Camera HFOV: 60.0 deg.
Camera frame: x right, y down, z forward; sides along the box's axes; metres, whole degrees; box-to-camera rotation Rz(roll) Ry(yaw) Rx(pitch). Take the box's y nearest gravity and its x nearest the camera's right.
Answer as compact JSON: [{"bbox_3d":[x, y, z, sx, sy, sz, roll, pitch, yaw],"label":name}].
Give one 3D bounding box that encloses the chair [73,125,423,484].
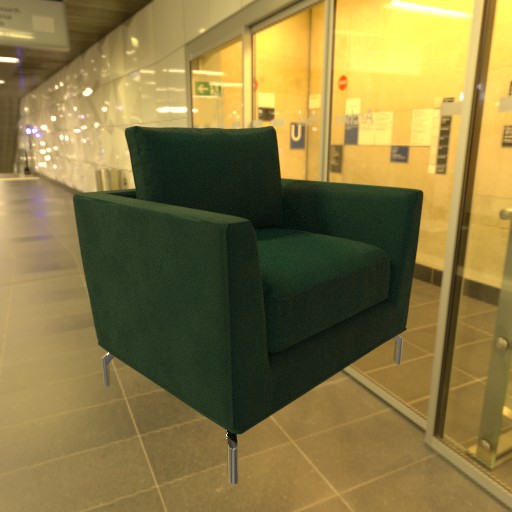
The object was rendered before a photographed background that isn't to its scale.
[{"bbox_3d":[0.000,0.000,1.726,0.852,0.997,1.047,14,20,43],"label":"chair"}]
